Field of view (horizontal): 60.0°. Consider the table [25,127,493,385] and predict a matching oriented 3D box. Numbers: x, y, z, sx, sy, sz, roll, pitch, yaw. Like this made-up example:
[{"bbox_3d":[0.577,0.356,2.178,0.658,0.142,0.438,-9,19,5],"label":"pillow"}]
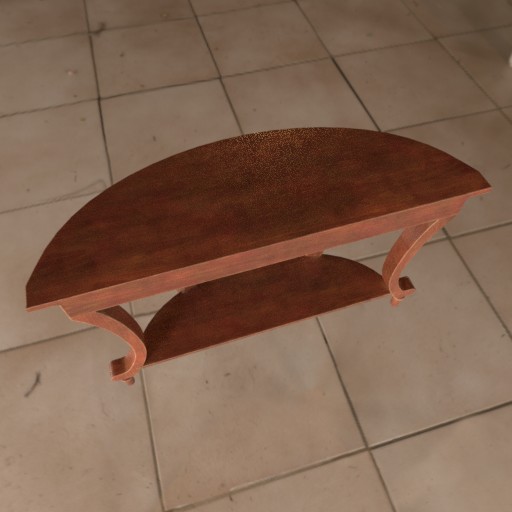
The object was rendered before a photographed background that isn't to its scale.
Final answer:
[{"bbox_3d":[0.000,0.000,1.477,1.198,0.699,0.394,-15,58,-9],"label":"table"}]
